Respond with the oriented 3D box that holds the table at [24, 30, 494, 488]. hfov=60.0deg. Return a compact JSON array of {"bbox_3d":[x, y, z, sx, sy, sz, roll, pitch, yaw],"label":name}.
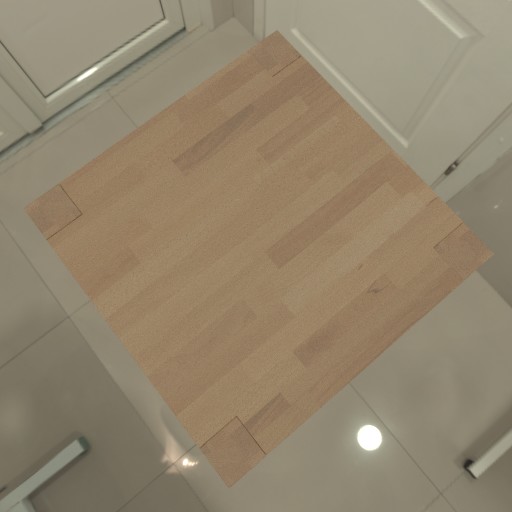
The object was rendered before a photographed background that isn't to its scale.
[{"bbox_3d":[0.000,0.000,1.145,0.700,0.451,0.700,-38,79,-8],"label":"table"}]
